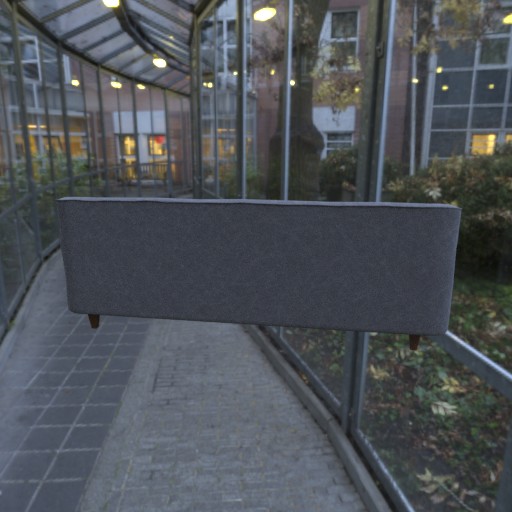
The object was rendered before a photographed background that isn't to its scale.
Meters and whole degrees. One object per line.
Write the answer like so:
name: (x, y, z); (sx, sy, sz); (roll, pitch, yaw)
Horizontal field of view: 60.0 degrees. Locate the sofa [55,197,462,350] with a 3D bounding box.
sofa: (0.000, 0.000, 2.784); (2.247, 0.806, 0.917); (2, 14, 9)
